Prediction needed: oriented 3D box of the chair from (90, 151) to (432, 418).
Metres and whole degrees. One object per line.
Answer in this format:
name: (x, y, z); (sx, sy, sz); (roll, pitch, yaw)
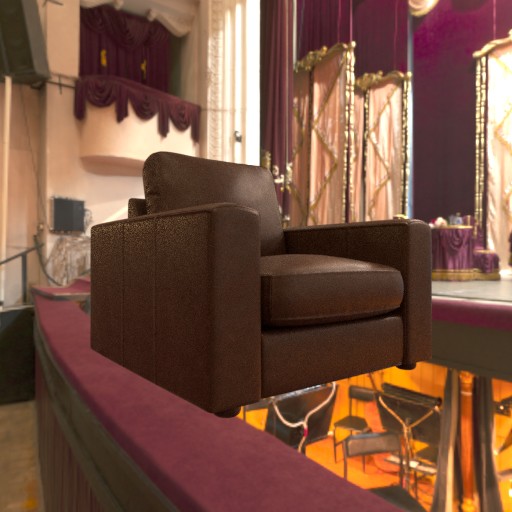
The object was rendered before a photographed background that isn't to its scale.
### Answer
chair: (0.000, 0.000, 1.774); (1.005, 0.873, 1.016); (0, 0, -37)
